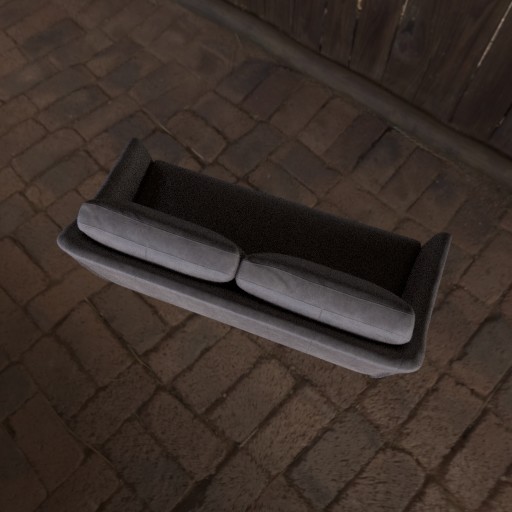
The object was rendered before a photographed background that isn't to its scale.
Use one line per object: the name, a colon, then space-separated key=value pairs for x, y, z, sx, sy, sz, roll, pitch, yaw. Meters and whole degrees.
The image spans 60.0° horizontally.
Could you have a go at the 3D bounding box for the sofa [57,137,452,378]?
sofa: x=0.000 y=0.000 z=2.592 sx=2.036 sy=0.902 sz=0.960 roll=19 pitch=65 yaw=9
